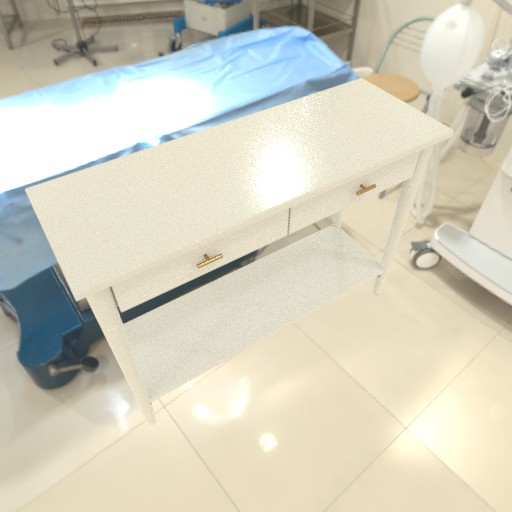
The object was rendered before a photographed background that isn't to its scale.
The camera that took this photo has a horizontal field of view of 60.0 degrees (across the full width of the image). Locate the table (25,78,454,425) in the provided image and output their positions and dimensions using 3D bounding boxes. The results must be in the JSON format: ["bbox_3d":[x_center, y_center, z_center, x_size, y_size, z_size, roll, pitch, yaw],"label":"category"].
[{"bbox_3d":[0.000,0.000,1.416,1.067,0.749,0.381,-25,52,-22],"label":"table"}]
